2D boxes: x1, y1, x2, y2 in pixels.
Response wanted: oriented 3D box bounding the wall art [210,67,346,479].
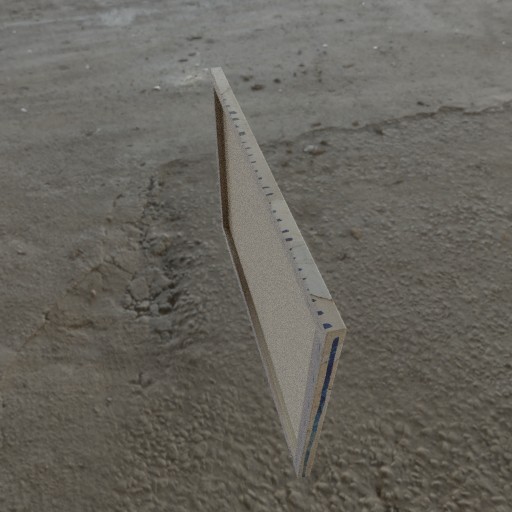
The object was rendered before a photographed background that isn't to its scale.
[{"bbox_3d":[0.000,0.000,1.438,0.038,0.757,1.143,-10,47,-10],"label":"wall art"}]
